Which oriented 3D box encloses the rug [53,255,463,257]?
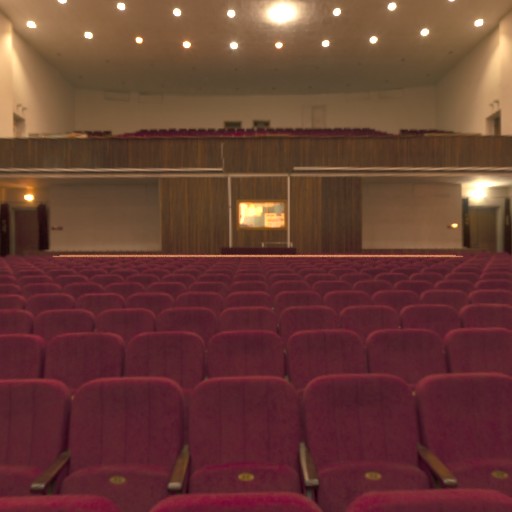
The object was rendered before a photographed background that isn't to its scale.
[{"bbox_3d":[0.000,0.000,2.015,1.146,0.006,1.556,0,0,-1],"label":"rug"}]
